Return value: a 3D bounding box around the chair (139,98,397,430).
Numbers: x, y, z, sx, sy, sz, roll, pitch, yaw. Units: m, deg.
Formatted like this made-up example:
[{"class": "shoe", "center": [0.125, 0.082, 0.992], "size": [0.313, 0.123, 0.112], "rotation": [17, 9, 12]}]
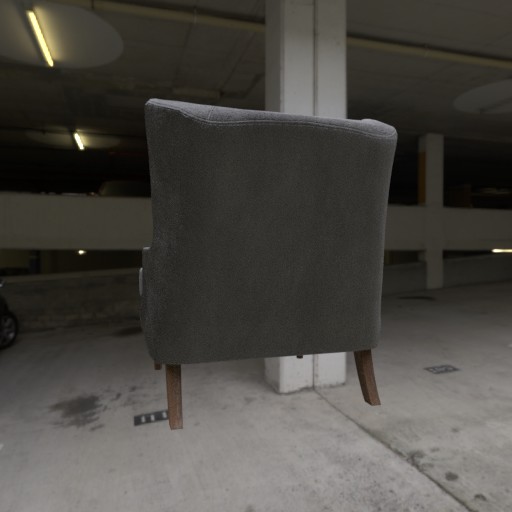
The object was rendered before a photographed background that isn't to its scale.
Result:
[{"class": "chair", "center": [0.000, 0.000, 1.587], "size": [0.784, 0.950, 0.906], "rotation": [0, 1, -17]}]
